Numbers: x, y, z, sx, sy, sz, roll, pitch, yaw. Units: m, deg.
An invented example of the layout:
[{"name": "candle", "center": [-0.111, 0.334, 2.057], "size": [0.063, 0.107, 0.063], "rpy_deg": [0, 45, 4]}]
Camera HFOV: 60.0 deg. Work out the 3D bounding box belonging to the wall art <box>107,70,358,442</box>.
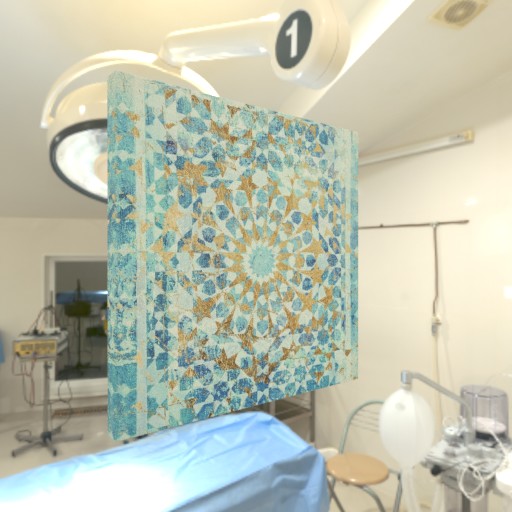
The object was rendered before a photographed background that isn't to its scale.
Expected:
[{"name": "wall art", "center": [0.000, 0.000, 0.925], "size": [0.609, 0.609, 0.040], "rpy_deg": [0, 0, -37]}]
